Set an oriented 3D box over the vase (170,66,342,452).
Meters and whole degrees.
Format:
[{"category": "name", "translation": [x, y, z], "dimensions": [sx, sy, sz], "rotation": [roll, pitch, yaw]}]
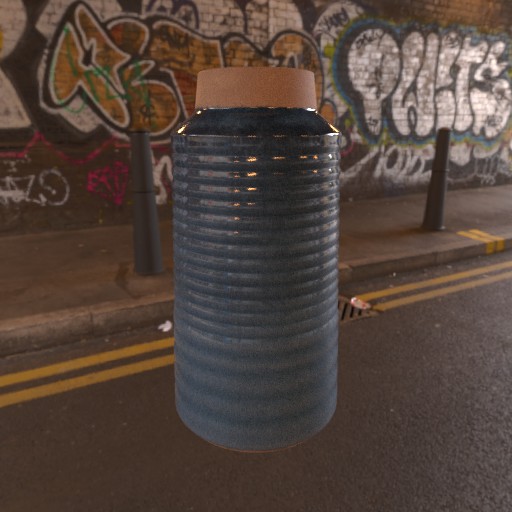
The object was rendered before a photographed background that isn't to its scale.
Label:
[{"category": "vase", "translation": [0.000, 0.000, 0.413], "dimensions": [0.163, 0.316, 0.163], "rotation": [0, 17, 0]}]
